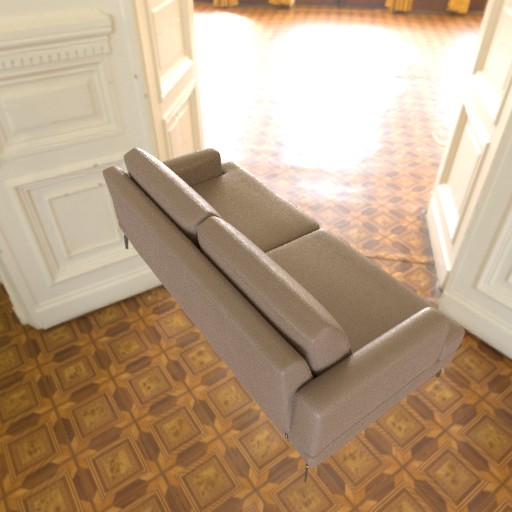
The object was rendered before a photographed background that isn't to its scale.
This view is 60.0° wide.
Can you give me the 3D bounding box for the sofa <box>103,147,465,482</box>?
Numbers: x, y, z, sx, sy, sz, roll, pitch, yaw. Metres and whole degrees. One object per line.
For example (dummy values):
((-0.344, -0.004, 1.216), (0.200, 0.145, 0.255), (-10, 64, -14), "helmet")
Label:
((0.000, 0.000, 2.362), (0.974, 0.765, 1.940), (-25, 46, -26), "sofa")
